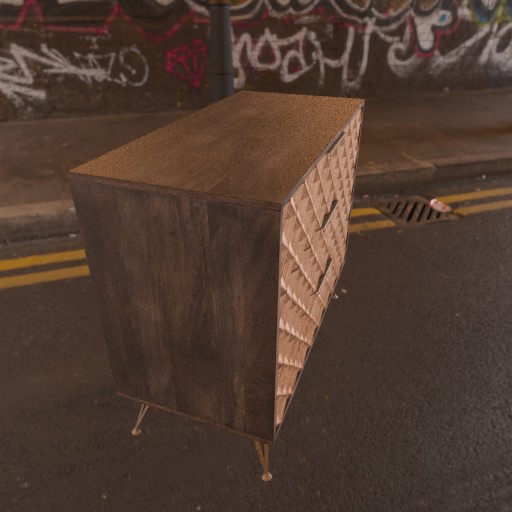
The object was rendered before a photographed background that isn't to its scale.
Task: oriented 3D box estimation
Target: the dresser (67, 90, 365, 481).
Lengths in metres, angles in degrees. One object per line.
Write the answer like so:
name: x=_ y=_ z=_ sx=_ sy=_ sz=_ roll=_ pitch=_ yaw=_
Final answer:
dresser: x=0.000 y=0.000 z=1.383 sx=0.453 sy=0.801 sz=0.923 roll=11 pitch=32 yaw=18
